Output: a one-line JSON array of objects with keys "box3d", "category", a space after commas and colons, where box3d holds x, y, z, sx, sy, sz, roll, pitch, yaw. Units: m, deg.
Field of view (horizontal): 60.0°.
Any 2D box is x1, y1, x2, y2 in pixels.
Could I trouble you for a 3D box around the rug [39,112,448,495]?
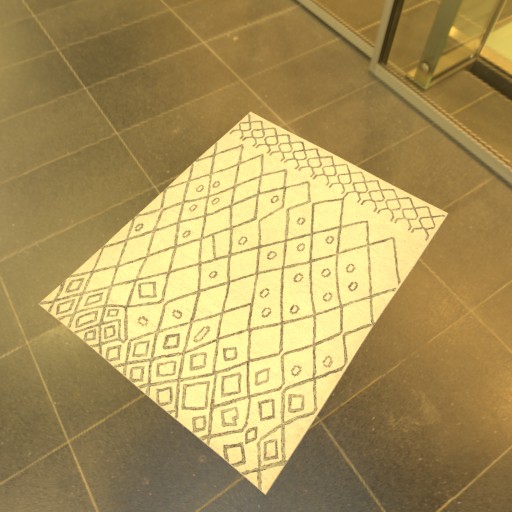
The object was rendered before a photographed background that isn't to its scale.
[{"box3d": [0.000, 0.000, 4.101, 2.446, 0.015, 3.046, 33, 64, 18], "category": "rug"}]
